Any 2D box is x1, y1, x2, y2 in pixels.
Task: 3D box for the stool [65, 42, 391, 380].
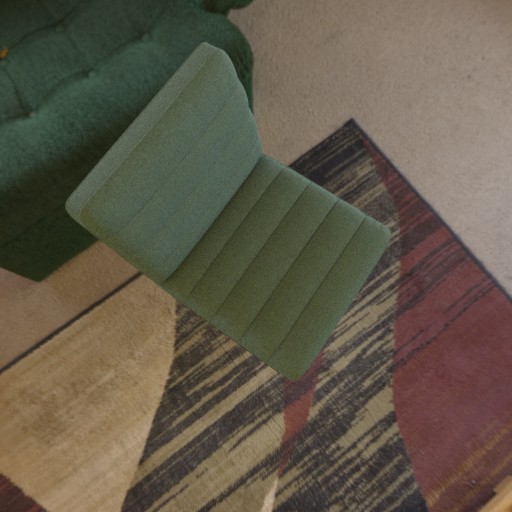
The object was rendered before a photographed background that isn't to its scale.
[{"bbox_3d":[0.000,0.000,1.258,0.560,0.940,0.460,34,78,8],"label":"stool"}]
